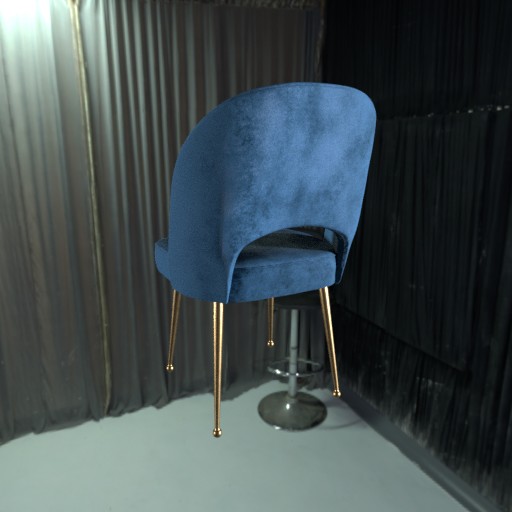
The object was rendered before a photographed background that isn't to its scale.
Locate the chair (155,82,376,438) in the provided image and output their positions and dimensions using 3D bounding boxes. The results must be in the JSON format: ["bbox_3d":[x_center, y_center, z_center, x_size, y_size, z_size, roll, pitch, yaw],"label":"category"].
[{"bbox_3d":[0.000,0.000,1.260,0.527,0.860,0.577,-8,16,-28],"label":"chair"}]
